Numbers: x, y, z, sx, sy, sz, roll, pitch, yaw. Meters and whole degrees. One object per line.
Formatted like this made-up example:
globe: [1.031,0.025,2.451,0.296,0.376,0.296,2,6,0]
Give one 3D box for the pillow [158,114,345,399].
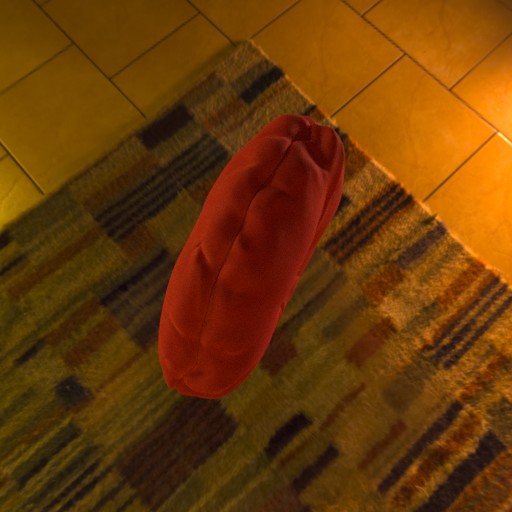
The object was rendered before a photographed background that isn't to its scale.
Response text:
pillow: [0.000,0.000,0.642,0.148,0.407,0.428,27,77,7]
